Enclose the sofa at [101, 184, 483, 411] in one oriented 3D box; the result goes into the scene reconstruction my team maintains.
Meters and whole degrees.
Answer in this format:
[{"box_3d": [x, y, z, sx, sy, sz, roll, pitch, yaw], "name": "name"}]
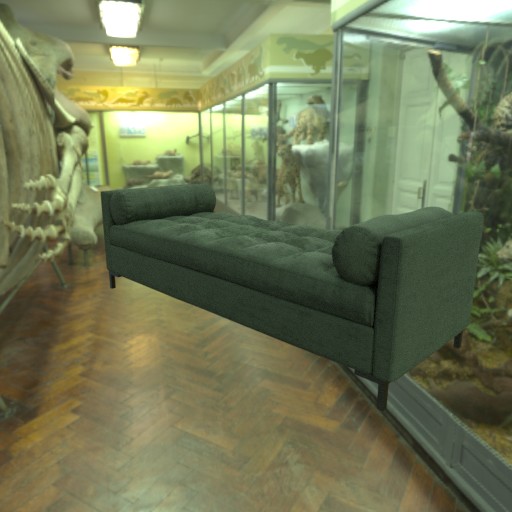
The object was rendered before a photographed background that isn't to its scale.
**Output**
[{"box_3d": [0.000, 0.000, 2.497, 2.130, 0.681, 0.817, 14, 20, 43], "name": "sofa"}]
